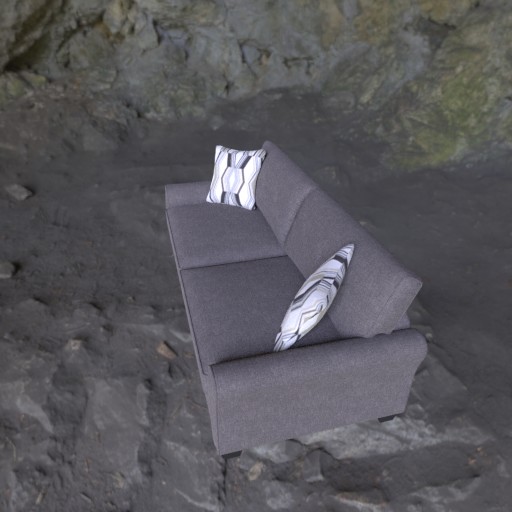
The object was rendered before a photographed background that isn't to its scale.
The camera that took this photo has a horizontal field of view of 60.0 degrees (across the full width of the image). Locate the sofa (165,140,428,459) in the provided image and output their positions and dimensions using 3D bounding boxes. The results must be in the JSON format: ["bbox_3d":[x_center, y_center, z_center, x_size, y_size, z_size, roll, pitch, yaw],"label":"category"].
[{"bbox_3d":[0.000,0.000,2.551,0.889,0.813,2.032,-8,31,-13],"label":"sofa"}]
